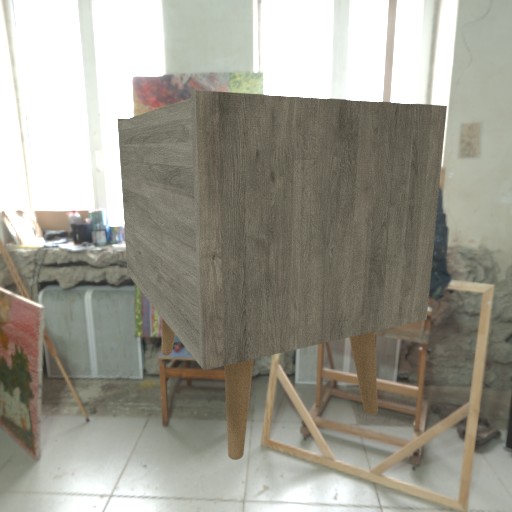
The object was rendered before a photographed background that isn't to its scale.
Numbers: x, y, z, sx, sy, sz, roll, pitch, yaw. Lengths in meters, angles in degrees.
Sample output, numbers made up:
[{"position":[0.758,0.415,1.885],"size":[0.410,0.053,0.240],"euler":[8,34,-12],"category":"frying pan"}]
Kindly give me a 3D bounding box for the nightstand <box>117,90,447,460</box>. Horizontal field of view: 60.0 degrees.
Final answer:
[{"position":[0.000,0.000,0.813],"size":[0.380,0.500,0.480],"euler":[-7,15,-26],"category":"nightstand"}]
